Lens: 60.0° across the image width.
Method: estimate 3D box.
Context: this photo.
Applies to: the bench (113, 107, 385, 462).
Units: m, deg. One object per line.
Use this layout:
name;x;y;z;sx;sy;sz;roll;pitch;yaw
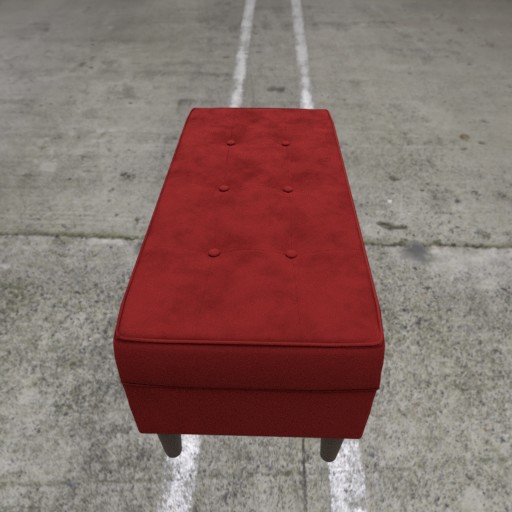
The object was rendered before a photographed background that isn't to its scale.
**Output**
bench;0.000;0.000;1.268;0.492;0.471;1.016;1;41;1
